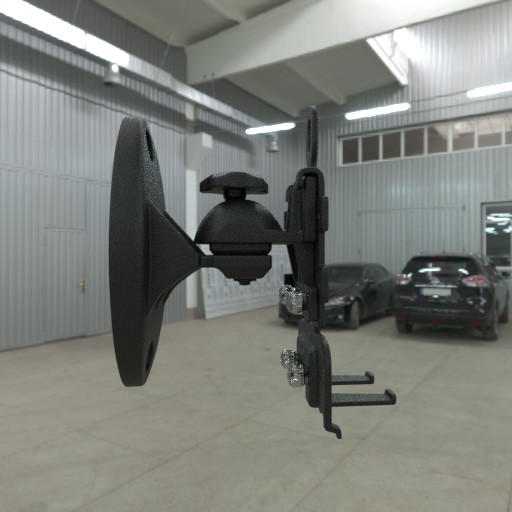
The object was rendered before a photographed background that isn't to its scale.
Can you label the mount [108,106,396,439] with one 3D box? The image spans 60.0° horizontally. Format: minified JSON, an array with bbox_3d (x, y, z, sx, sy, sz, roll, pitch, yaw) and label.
[{"bbox_3d":[0.000,0.000,0.174,0.100,0.118,0.066,0,0,-2],"label":"mount"}]
